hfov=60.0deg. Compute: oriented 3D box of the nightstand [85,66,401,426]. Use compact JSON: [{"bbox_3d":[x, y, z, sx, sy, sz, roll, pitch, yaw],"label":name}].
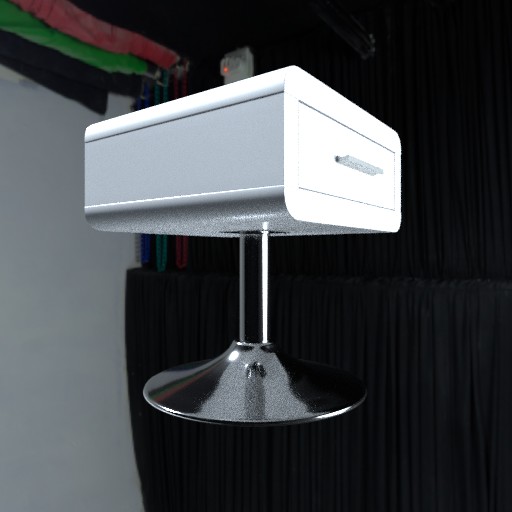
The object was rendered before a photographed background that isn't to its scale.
[{"bbox_3d":[0.000,0.000,0.767,0.404,0.447,0.399,0,0,36],"label":"nightstand"}]
